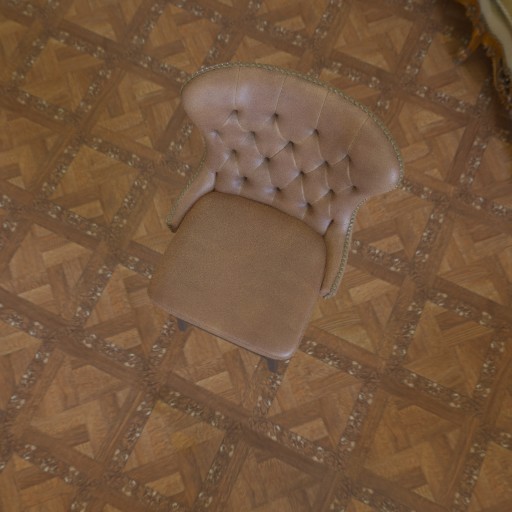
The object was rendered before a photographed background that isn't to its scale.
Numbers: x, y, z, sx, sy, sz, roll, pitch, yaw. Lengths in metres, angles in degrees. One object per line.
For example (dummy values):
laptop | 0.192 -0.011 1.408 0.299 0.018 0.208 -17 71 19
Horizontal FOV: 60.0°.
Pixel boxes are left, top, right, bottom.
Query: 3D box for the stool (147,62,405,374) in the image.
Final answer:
stool | 0.000 0.000 1.384 0.528 1.050 0.601 23 77 6
